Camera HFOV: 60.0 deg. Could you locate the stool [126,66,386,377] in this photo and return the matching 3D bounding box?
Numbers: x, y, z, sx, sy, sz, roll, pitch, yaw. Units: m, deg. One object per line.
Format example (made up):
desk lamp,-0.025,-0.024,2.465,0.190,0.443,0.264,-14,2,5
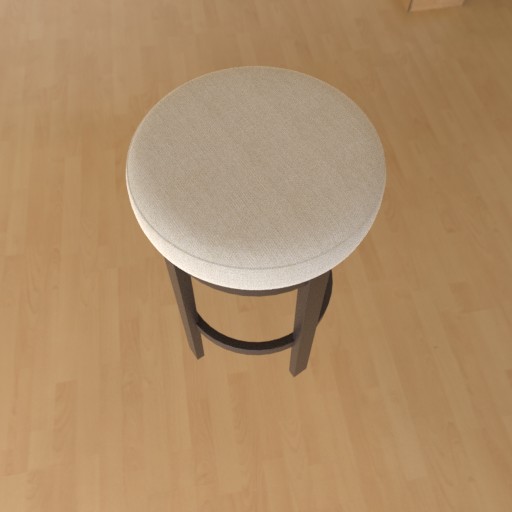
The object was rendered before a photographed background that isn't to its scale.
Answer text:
stool,0.000,0.000,1.030,0.446,0.758,0.446,0,62,0
